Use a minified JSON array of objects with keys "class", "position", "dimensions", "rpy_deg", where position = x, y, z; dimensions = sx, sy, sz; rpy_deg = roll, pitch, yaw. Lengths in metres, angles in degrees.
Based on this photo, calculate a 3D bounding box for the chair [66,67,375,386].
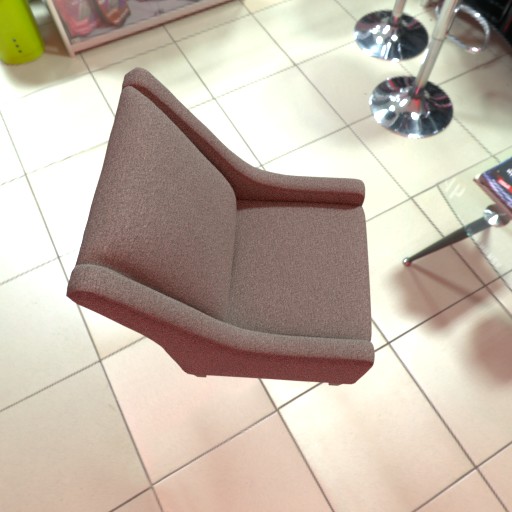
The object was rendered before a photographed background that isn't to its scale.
[{"class":"chair","position":[0.000,0.000,1.623],"dimensions":[0.870,1.016,0.774],"rpy_deg":[3,64,2]}]
